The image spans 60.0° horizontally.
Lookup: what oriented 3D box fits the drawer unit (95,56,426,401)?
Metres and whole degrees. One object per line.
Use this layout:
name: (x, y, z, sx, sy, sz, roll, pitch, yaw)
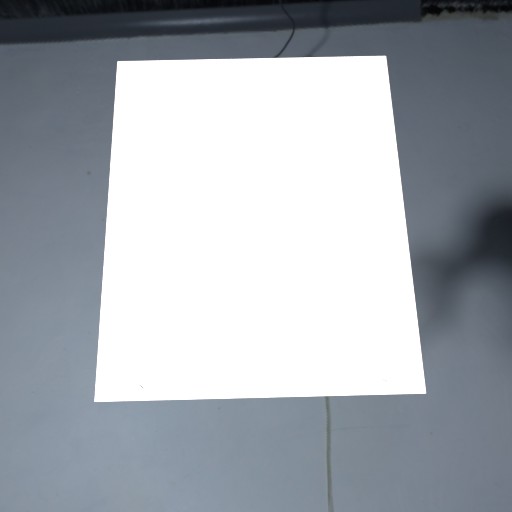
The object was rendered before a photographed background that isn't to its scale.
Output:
drawer unit: (0.000, 0.000, 0.598, 0.290, 0.344, 0.349, -1, 75, 0)
